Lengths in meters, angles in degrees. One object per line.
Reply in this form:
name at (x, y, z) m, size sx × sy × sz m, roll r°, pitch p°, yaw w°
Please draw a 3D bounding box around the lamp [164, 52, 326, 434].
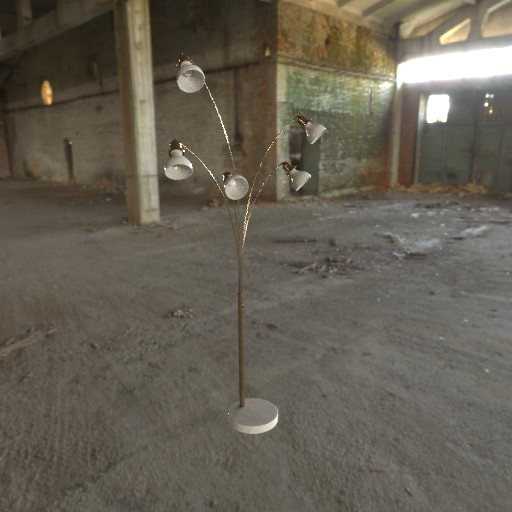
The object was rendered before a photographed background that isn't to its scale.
lamp at (0.000, 0.000, 2.974) m, size 0.361 × 2.423 × 1.405 m, roll 13°, pitch 18°, yaw 43°
